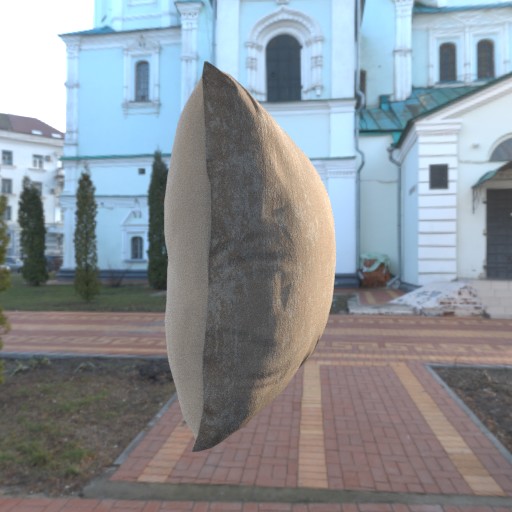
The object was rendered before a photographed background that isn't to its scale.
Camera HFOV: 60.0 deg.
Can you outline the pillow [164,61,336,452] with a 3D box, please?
[{"bbox_3d":[0.000,0.000,0.715,0.245,0.448,0.450,0,0,20],"label":"pillow"}]
